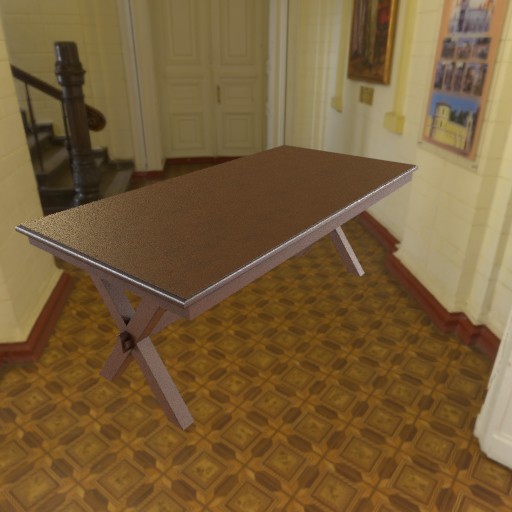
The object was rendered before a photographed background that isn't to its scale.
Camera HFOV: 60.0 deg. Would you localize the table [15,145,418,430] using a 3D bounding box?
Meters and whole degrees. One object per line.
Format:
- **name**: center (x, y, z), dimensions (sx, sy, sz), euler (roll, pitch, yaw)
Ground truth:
- **table**: center (0.000, 0.000, 1.465), dimensions (0.594, 0.459, 1.197), euler (18, 31, 33)
